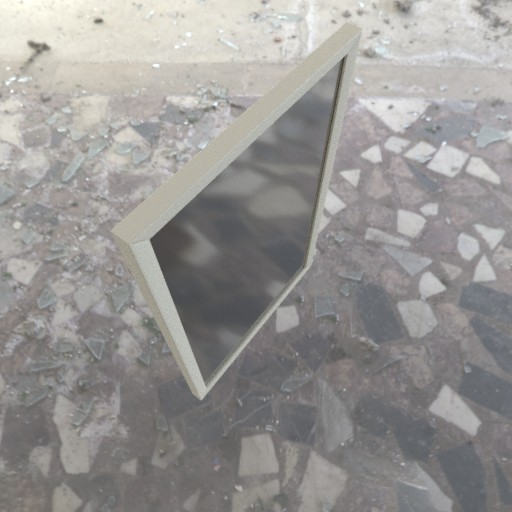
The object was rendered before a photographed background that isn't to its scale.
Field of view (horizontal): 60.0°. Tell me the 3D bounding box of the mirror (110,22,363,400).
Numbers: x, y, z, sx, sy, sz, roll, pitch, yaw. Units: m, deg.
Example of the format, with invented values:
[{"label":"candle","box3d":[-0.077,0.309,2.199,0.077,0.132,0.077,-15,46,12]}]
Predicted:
[{"label":"mirror","box3d":[0.000,0.000,1.114,0.041,0.914,0.609,34,65,18]}]
